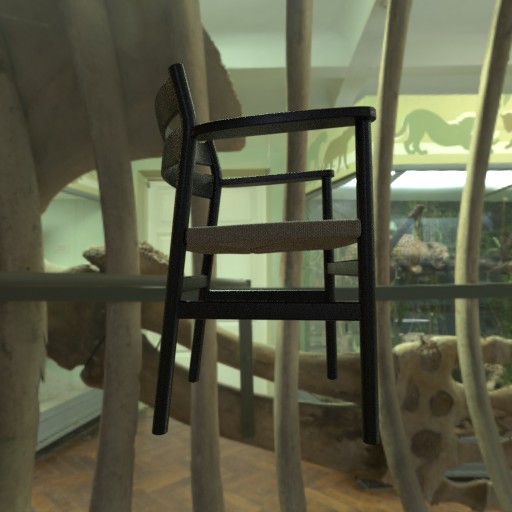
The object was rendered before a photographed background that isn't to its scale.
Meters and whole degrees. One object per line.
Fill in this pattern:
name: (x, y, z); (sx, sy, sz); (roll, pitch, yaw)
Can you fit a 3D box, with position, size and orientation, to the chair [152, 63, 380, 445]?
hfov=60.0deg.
chair: (0.000, 0.000, 1.168); (0.508, 0.775, 0.630); (0, -2, 1)
